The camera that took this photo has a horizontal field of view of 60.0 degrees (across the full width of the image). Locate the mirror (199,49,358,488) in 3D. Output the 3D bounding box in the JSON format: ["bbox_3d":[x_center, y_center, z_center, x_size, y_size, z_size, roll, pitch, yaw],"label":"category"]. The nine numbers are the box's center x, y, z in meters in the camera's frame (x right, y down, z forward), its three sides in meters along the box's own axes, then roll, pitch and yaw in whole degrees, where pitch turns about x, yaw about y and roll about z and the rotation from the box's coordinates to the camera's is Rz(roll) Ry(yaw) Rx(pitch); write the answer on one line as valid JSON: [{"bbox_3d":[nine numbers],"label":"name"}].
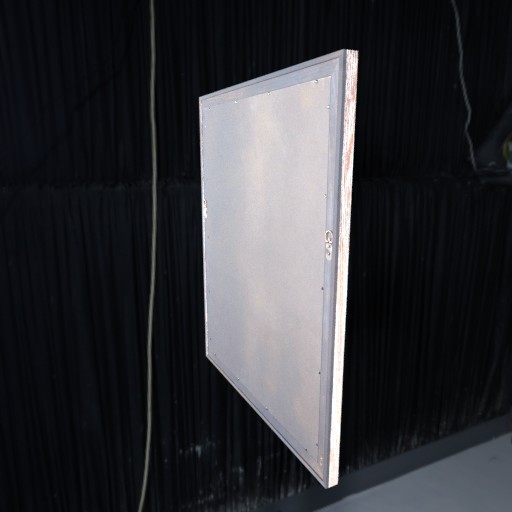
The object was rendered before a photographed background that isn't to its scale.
[{"bbox_3d":[0.000,0.000,1.186,0.032,0.882,0.730,-6,14,-26],"label":"mirror"}]
